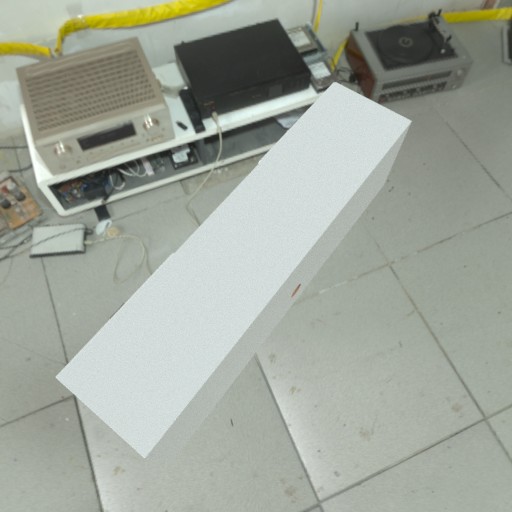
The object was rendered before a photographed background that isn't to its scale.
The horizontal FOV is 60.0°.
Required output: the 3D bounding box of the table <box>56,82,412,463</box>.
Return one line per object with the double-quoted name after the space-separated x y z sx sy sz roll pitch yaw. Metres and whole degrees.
0.000 0.000 1.757 0.400 0.440 1.550 34 68 16 "table"
